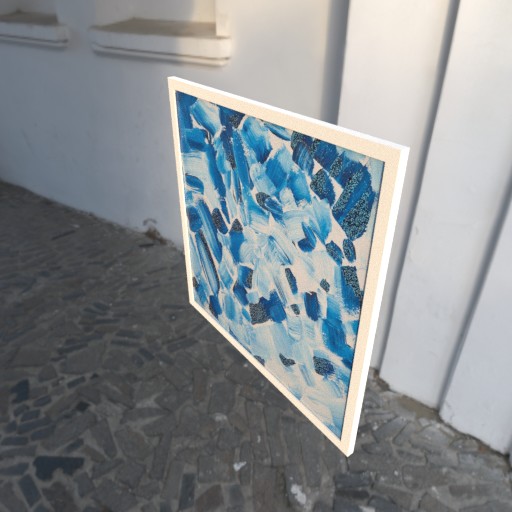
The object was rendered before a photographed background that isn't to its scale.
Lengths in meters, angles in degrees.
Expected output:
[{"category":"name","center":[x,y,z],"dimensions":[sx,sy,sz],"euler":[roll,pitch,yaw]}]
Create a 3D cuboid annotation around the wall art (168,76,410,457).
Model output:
[{"category":"wall art","center":[0.000,0.000,0.683],"dimensions":[0.012,0.457,0.457],"euler":[-22,38,-31]}]
